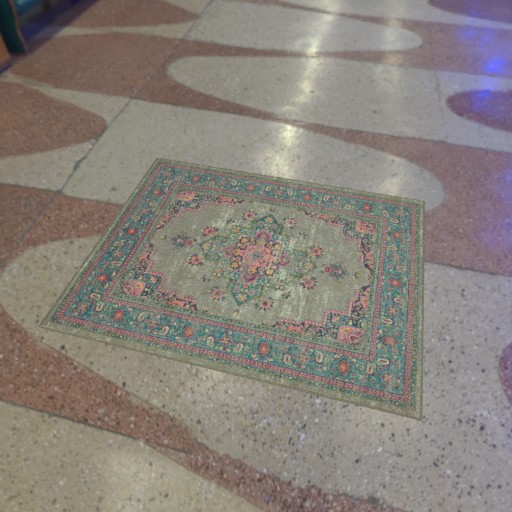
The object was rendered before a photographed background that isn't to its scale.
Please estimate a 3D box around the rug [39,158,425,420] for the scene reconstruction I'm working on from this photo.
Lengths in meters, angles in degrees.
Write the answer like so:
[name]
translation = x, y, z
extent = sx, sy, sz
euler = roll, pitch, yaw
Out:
[rug]
translation = 0.000, 0.000, 4.165
extent = 3.057, 0.013, 2.434
euler = 11, 49, 10
